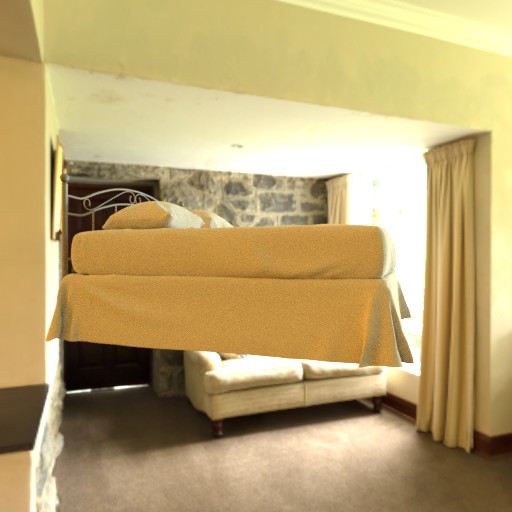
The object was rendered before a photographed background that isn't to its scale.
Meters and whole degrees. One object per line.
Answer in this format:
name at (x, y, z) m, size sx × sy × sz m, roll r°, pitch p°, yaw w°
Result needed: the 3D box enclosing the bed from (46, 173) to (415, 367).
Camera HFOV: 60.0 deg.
bed at (0.000, 0.000, 3.321) m, size 2.215 × 1.080 × 1.936 m, roll 0°, pitch 0°, yaw 19°
